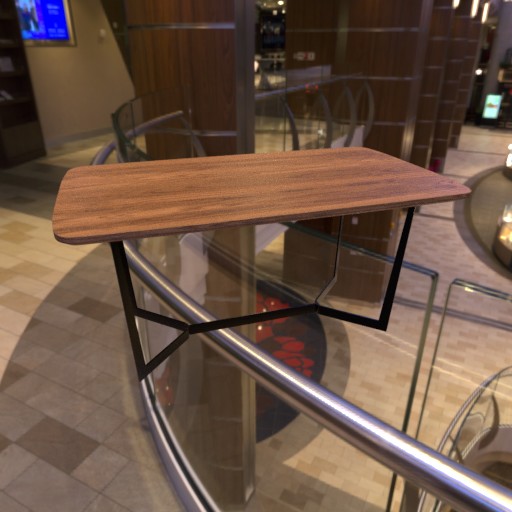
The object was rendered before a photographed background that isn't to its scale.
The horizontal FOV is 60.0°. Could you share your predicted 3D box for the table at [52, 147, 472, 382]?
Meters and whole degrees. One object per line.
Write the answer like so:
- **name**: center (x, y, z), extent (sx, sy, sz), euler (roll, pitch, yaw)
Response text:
- **table**: center (0.000, 0.000, 2.135), extent (1.643, 0.765, 0.949), euler (-8, 27, -16)
